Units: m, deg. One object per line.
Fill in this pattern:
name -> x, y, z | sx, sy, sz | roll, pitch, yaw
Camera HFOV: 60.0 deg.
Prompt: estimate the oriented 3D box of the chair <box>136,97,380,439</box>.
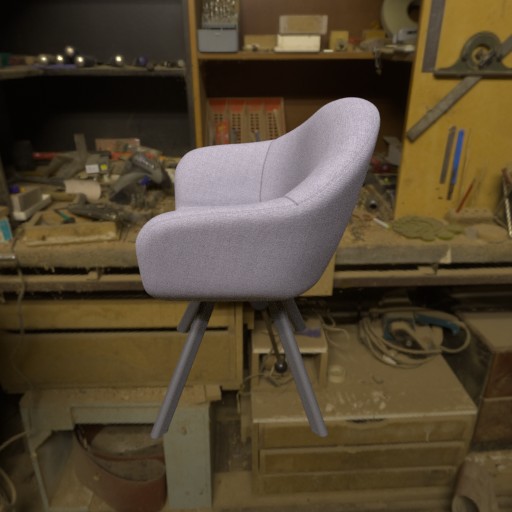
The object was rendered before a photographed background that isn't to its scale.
chair -> 0.000, 0.000, 1.182 | 0.550, 0.795, 0.590 | 0, 26, -1
